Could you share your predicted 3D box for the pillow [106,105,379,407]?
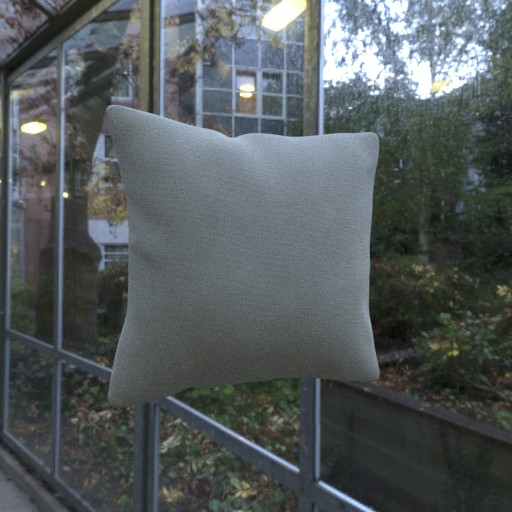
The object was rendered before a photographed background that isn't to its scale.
[{"bbox_3d":[0.000,0.000,0.681,0.437,0.420,0.162,0,0,-19],"label":"pillow"}]
